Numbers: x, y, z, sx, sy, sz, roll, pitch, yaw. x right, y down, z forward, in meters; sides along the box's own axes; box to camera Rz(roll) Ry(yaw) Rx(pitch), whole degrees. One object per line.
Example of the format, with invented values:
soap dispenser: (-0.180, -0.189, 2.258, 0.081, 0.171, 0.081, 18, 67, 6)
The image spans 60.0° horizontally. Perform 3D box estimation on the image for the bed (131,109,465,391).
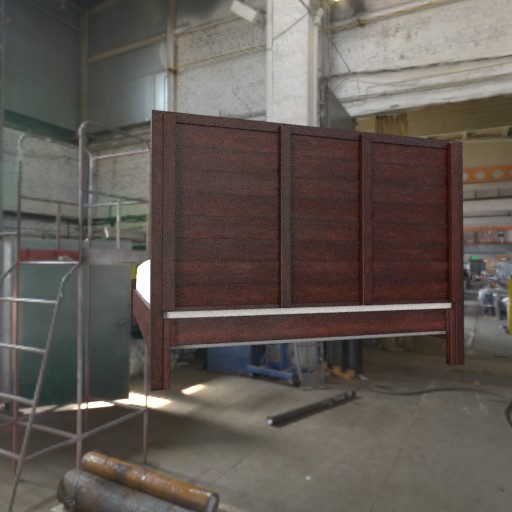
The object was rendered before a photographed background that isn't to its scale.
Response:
bed: (0.000, 0.000, 3.946, 2.040, 1.492, 2.803, 0, -1, -18)
